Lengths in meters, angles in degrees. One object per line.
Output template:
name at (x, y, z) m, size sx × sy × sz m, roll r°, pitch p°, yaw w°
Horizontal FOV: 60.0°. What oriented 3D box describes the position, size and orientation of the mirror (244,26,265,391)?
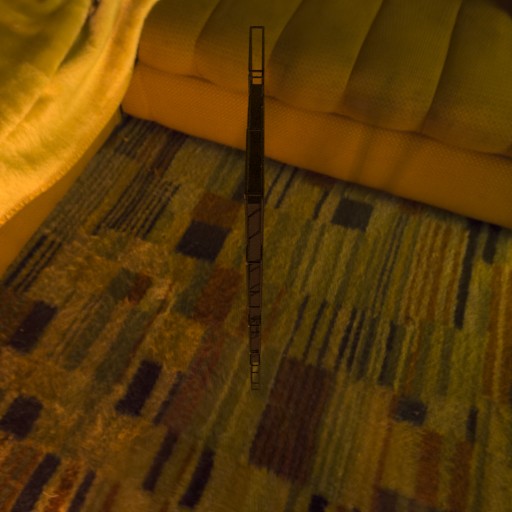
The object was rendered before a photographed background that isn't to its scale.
mirror at (0.000, 0.000, 1.376) m, size 0.037 × 1.192 × 0.565 m, roll 1°, pitch 59°, yaw 0°
